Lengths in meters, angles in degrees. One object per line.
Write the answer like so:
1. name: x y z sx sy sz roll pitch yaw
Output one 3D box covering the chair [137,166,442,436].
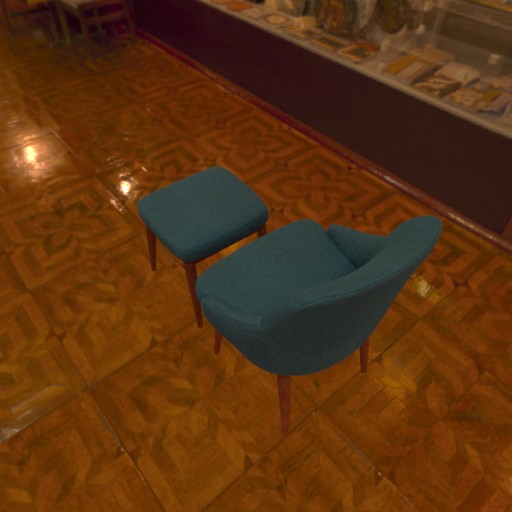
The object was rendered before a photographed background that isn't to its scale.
1. chair: 0.000 0.000 1.597 0.584 0.866 1.114 -29 53 -25
